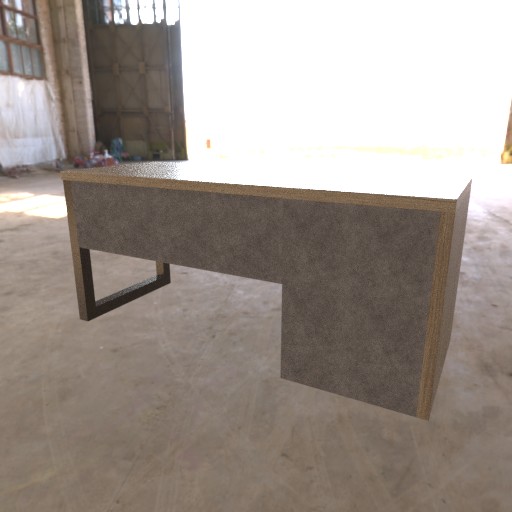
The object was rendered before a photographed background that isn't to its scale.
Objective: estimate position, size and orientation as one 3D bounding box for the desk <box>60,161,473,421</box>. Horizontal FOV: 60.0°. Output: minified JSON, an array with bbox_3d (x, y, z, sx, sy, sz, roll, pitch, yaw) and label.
[{"bbox_3d":[0.000,0.000,2.069,1.700,0.760,0.690,9,19,27],"label":"desk"}]
